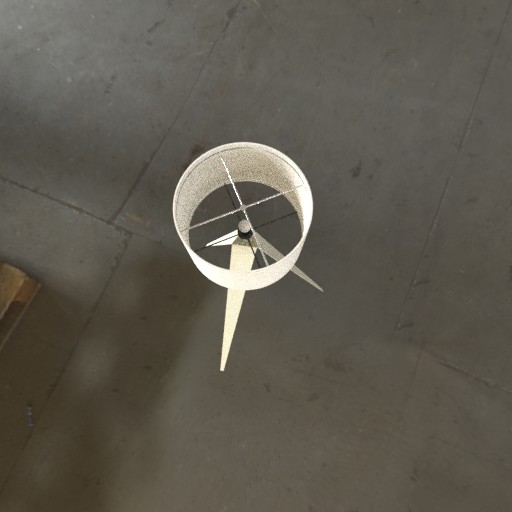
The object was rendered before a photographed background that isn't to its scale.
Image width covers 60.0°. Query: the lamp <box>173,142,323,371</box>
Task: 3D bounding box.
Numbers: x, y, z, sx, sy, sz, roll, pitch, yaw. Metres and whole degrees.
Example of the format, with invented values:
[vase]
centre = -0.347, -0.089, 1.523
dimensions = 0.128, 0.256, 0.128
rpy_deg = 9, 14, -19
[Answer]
[lamp]
centre = 0.000, 0.000, 1.855
dimensions = 0.716, 1.524, 0.724
rpy_deg = -21, 76, -5
